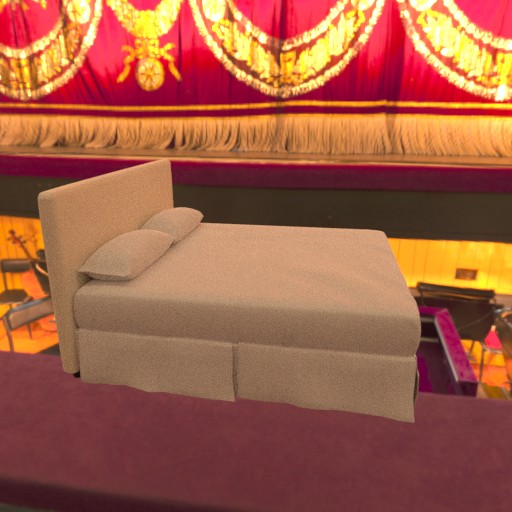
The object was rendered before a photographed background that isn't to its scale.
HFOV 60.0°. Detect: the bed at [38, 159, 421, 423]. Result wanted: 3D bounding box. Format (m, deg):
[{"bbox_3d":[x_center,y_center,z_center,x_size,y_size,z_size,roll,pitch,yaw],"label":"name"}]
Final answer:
[{"bbox_3d":[0.000,0.000,3.570,2.341,1.317,2.119,3,18,9],"label":"bed"}]
